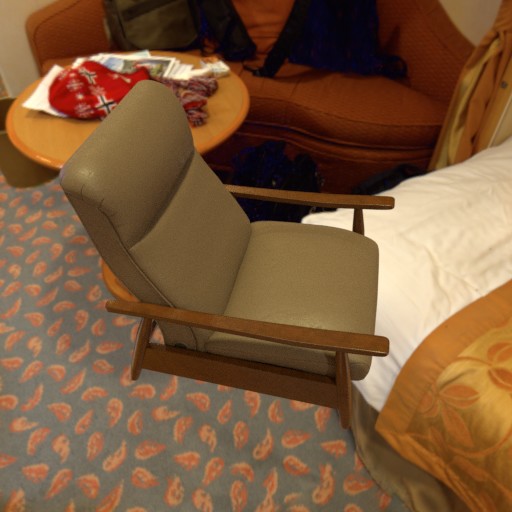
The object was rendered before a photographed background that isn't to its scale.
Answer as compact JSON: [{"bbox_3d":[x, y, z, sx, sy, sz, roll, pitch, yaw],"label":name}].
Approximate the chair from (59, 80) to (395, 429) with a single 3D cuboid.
[{"bbox_3d":[0.000,0.000,1.735,1.014,1.082,0.762,10,48,9],"label":"chair"}]
